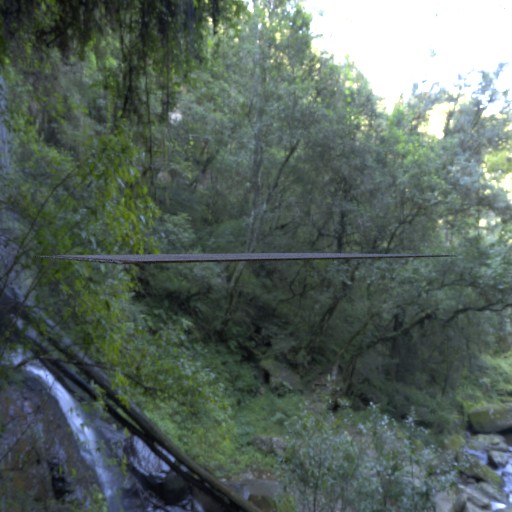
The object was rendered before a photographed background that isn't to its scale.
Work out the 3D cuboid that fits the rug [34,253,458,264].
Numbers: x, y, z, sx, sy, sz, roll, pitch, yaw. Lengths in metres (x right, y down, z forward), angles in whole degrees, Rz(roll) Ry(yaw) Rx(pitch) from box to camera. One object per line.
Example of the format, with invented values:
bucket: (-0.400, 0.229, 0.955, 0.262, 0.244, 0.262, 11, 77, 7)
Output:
rug: (0.000, 0.000, 2.469, 2.029, 0.010, 1.237, -1, 1, -37)
